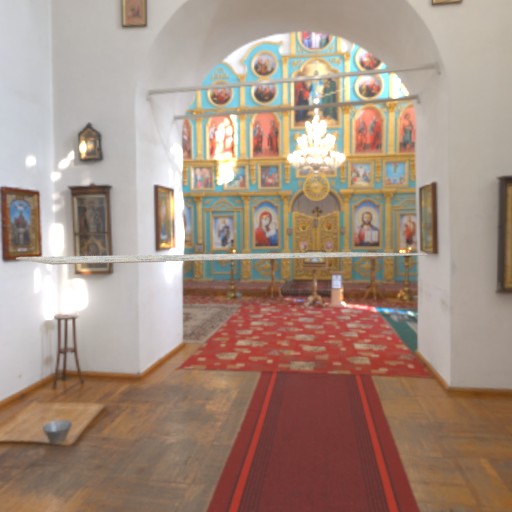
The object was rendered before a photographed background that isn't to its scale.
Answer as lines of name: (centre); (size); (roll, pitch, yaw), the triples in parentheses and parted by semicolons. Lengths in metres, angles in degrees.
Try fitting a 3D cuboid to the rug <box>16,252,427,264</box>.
rug: (0.000, 0.000, 2.381); (2.196, 0.011, 0.662); (-1, 2, -37)
